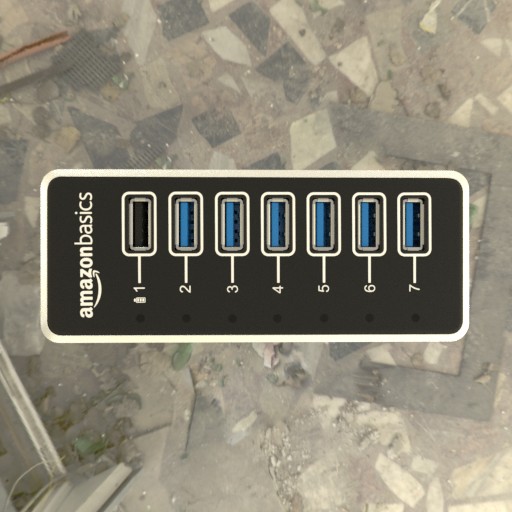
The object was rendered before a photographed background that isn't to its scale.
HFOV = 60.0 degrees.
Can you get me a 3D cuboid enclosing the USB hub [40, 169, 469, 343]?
[{"bbox_3d":[0.000,0.000,0.124,0.110,0.023,0.044,0,90,-1],"label":"USB hub"}]
